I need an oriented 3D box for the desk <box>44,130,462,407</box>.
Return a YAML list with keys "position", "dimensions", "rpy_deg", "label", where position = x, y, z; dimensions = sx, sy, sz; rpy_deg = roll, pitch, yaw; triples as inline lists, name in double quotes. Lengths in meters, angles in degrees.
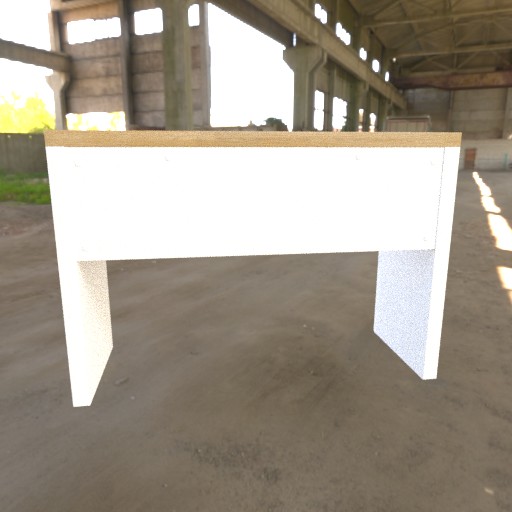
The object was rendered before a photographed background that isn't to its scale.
- position: [0.000, 0.000, 1.431]
  dimensions: [1.100, 0.760, 0.390]
  rpy_deg: [-2, 14, -8]
  label: "desk"
